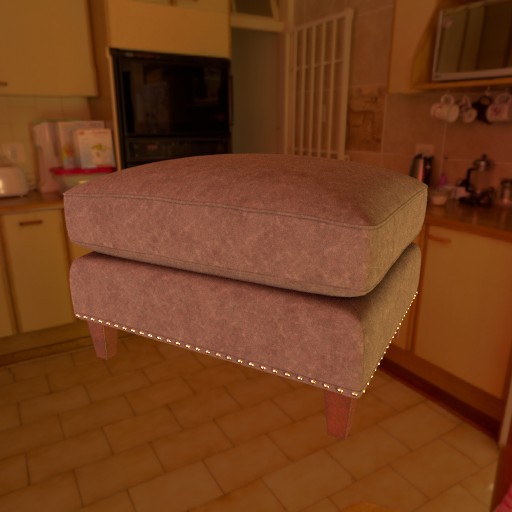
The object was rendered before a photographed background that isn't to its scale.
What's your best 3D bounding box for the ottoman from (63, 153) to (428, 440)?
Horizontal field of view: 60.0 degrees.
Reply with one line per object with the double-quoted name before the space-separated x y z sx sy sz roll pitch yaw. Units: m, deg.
"ottoman" 0.000 0.000 1.149 0.741 0.513 0.584 9 19 27
